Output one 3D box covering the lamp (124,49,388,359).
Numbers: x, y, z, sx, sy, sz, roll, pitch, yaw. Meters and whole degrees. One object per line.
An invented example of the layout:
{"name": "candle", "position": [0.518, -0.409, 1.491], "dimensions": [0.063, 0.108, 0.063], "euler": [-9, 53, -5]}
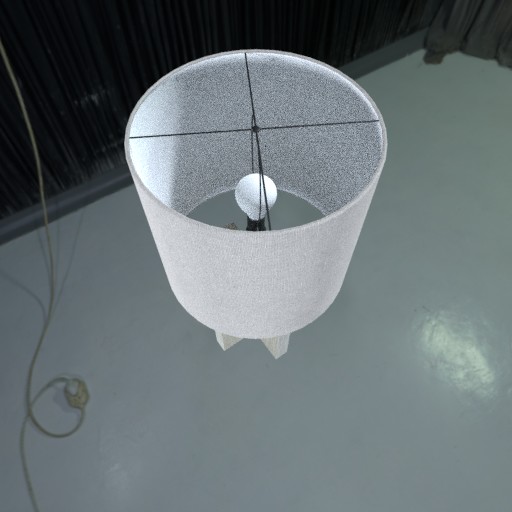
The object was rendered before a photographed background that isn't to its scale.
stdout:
{"name": "lamp", "position": [0.000, 0.000, 0.570], "dimensions": [0.229, 0.428, 0.229], "euler": [-31, 63, -18]}
